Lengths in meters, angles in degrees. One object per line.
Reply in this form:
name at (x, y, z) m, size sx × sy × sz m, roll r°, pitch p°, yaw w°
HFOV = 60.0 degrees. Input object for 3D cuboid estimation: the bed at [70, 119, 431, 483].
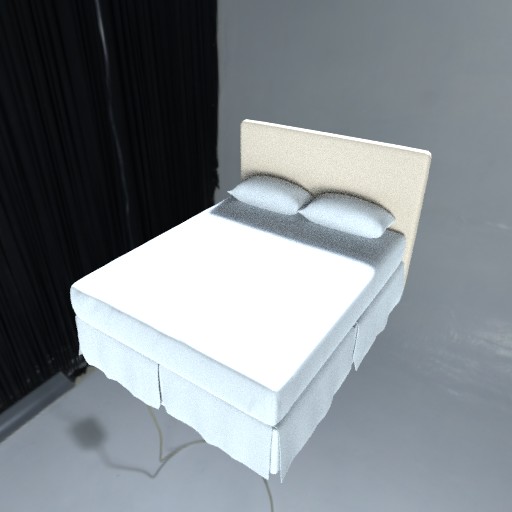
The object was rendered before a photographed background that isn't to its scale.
bed at (0.000, 0.000, 3.228) m, size 1.748 × 1.330 × 2.142 m, roll 19°, pitch 36°, yaw 29°
